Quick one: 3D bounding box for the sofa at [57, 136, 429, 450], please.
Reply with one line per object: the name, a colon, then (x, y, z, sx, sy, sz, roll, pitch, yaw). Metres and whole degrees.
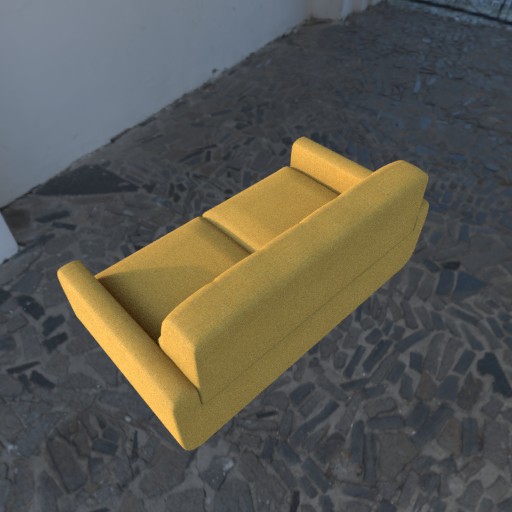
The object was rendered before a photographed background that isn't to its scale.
sofa: (0.000, 0.000, 2.230, 1.631, 0.841, 0.909, -34, 55, -28)
